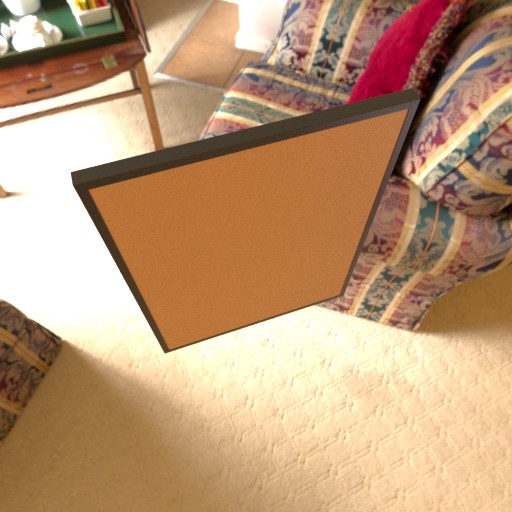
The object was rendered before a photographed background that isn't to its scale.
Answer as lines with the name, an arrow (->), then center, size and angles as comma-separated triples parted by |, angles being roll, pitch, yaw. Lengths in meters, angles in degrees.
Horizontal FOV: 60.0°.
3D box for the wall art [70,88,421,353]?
wall art -> 0.000, 0.000, 1.434 | 0.804, 1.061, 0.039 | -17, 61, -10
